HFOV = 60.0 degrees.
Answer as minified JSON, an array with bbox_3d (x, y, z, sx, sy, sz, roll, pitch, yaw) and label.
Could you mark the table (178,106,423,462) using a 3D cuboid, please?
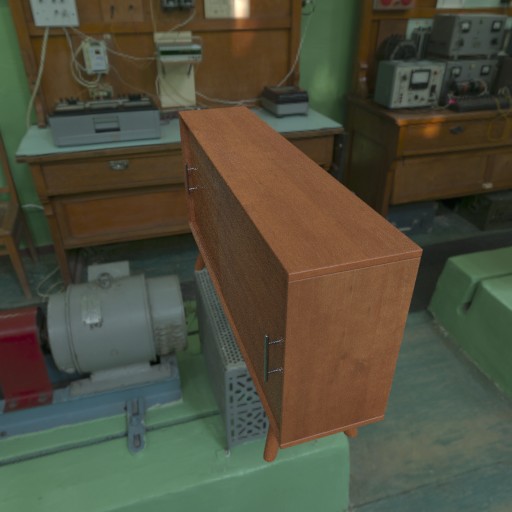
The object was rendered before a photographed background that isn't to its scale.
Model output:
[{"bbox_3d":[0.000,0.000,1.503,0.308,0.698,1.220,-10,33,-15],"label":"table"}]
